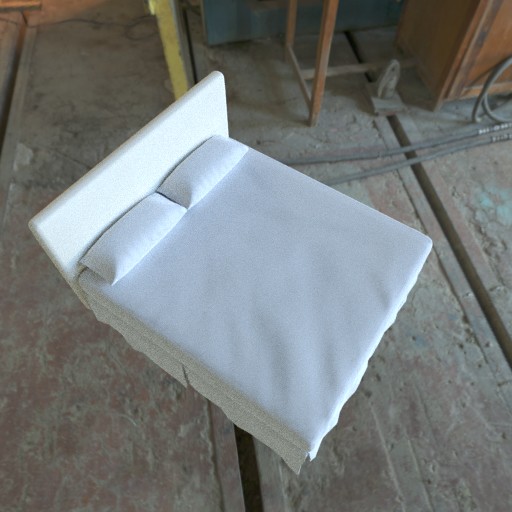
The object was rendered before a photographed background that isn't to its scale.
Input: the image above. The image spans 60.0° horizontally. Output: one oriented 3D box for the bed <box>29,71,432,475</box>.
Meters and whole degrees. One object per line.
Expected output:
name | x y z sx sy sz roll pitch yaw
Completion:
bed | 0.000 0.000 3.541 2.341 1.317 2.119 31 62 18
